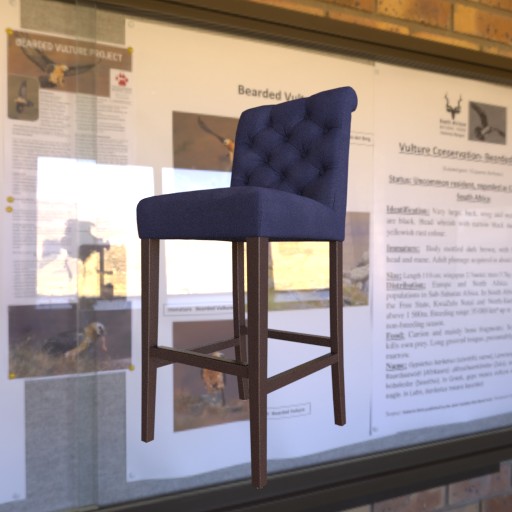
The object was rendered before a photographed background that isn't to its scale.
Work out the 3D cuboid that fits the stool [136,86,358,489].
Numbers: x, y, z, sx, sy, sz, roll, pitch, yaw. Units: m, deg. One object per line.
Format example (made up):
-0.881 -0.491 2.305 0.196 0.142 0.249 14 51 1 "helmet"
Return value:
0.000 0.000 1.442 0.493 1.140 0.601 1 2 37 "stool"
